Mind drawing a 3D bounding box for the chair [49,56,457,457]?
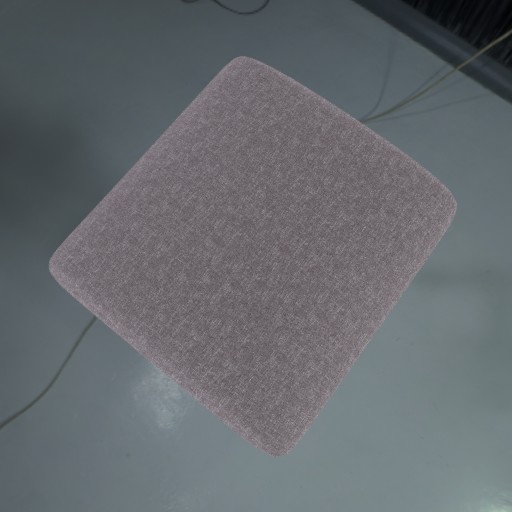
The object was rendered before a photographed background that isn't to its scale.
[{"bbox_3d":[0.000,0.000,0.870,0.530,0.410,0.530,37,78,9],"label":"chair"}]
